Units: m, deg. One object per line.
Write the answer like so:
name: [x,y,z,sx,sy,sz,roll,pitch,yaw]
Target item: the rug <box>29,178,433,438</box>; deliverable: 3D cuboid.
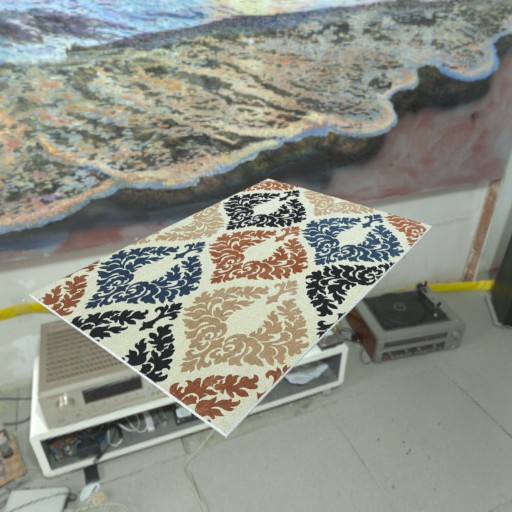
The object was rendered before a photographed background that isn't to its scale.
rug: [0.000,0.000,2.889,1.514,0.014,2.275,22,38,32]
